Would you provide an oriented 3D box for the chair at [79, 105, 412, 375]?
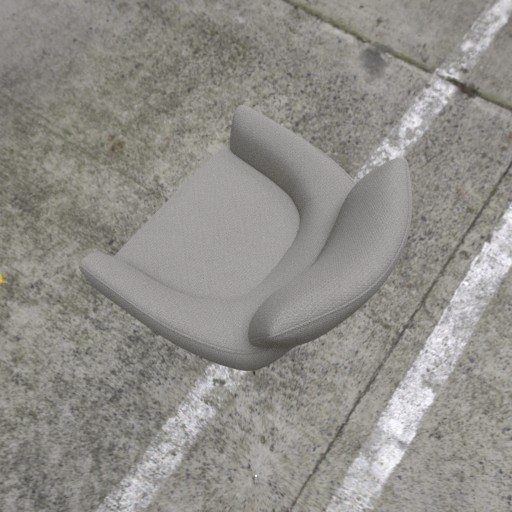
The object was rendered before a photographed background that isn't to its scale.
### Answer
[{"bbox_3d":[0.000,0.000,1.376,0.730,0.810,0.760,34,68,15],"label":"chair"}]
